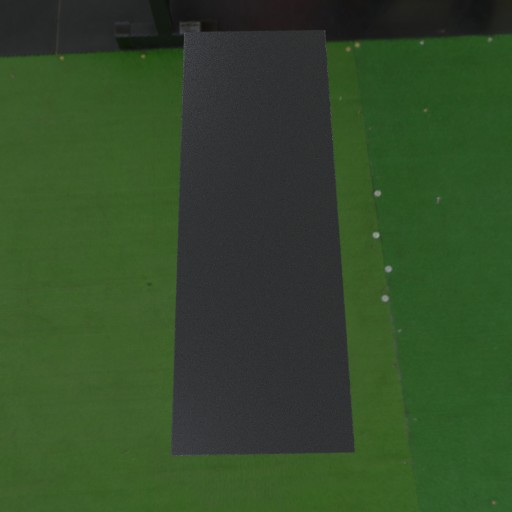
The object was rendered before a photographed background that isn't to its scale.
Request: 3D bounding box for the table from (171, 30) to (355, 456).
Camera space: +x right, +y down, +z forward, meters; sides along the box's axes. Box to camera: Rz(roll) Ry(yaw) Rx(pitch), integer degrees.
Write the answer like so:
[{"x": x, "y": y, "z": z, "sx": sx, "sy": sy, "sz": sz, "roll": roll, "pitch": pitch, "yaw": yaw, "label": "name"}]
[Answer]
[{"x": 0.000, "y": 0.000, "z": 1.431, "sx": 0.397, "sy": 0.753, "sz": 1.068, "roll": -1, "pitch": 75, "yaw": 0, "label": "table"}]
